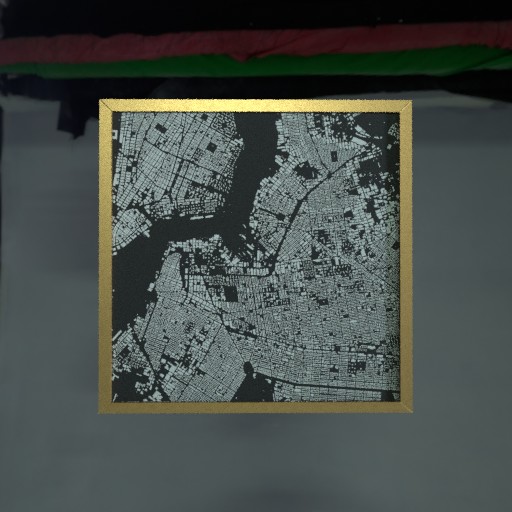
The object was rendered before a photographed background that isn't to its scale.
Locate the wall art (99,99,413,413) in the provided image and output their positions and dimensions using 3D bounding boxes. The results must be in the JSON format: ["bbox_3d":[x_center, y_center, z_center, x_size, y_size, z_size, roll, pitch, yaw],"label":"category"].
[{"bbox_3d":[0.000,0.000,1.864,1.284,1.284,0.095,0,0,0],"label":"wall art"}]
